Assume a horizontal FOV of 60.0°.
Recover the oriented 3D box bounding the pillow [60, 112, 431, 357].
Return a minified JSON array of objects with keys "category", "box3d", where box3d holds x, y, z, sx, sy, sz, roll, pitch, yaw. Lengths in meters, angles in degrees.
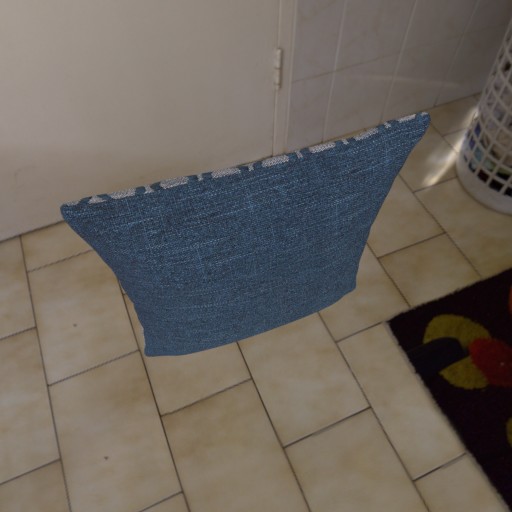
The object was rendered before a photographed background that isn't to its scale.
[{"category":"pillow","box3d":[0.000,0.000,0.670,0.435,0.435,0.159,-18,60,-11]}]
